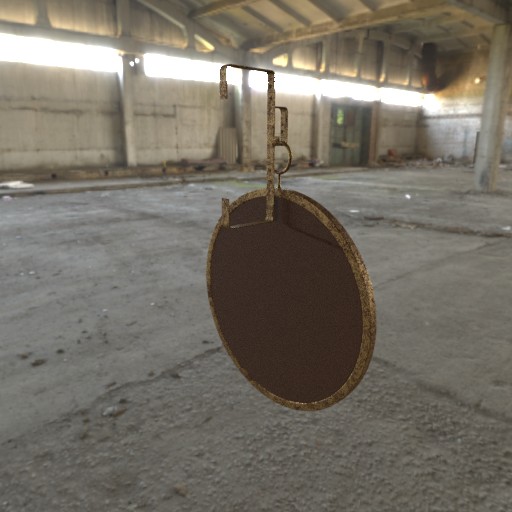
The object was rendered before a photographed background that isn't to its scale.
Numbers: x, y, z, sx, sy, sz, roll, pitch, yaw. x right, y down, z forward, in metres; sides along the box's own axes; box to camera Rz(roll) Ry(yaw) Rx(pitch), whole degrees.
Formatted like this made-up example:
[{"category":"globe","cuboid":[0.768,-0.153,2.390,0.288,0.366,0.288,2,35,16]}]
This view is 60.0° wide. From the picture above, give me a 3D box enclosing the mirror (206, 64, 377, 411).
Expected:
[{"category":"mirror","cuboid":[0.000,0.000,0.827,0.144,0.651,0.447,-13,19,-41]}]
